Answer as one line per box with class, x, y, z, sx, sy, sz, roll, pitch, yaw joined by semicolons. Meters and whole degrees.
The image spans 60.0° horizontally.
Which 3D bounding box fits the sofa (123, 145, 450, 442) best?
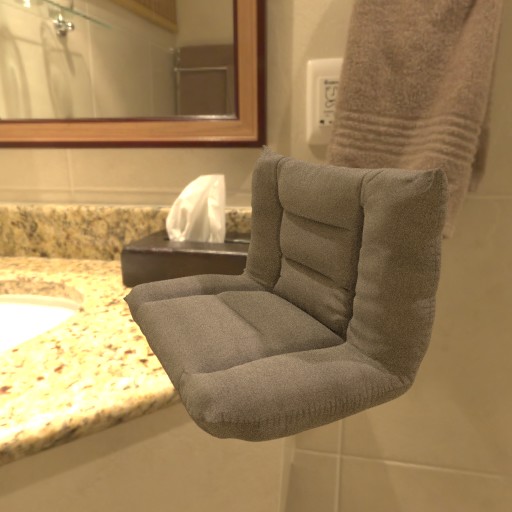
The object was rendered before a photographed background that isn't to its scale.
sofa;0.000;0.000;1.691;0.847;0.795;1.144;-7;17;-25
